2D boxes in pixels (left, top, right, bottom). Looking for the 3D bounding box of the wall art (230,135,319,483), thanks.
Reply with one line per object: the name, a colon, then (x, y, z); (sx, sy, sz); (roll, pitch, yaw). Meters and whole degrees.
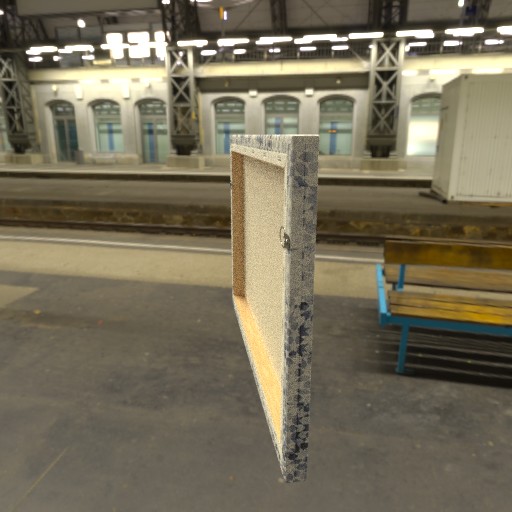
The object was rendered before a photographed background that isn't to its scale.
wall art: (0.000, 0.000, 0.771); (0.030, 0.406, 0.608); (-2, 15, -9)
